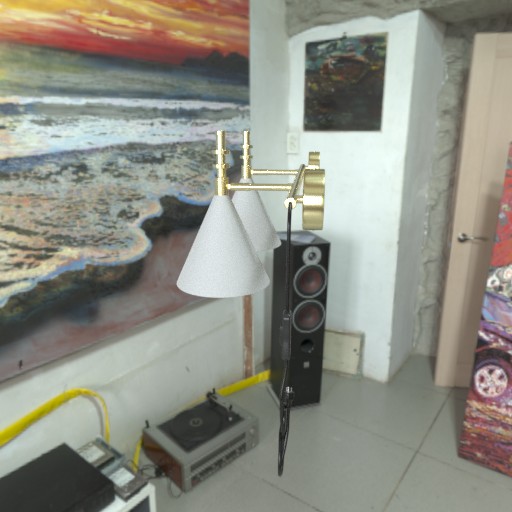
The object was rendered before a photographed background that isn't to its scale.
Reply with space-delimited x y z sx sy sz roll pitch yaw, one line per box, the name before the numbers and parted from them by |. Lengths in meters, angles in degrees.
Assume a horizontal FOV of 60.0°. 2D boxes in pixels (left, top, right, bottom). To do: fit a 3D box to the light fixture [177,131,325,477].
light fixture | 0.000 0.000 0.862 0.239 0.468 0.642 2 16 7
